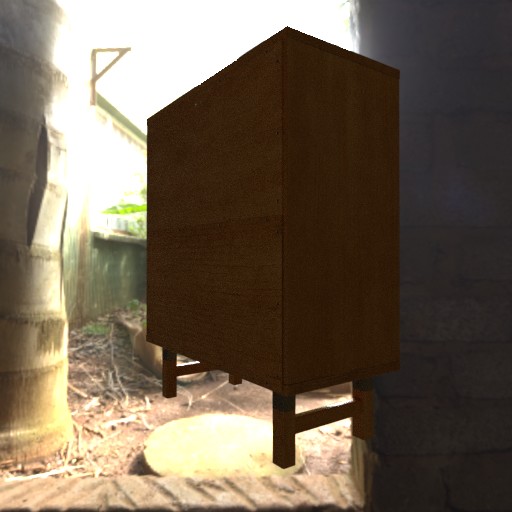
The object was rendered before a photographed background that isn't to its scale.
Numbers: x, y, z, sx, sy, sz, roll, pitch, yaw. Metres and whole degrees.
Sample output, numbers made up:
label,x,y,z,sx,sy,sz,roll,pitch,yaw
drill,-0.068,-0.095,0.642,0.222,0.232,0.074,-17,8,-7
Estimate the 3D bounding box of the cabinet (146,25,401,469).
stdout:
label,x,y,z,sx,sy,sz,roll,pitch,yaw
cabinet,0.000,0.000,1.406,0.419,1.001,0.800,0,0,-36
